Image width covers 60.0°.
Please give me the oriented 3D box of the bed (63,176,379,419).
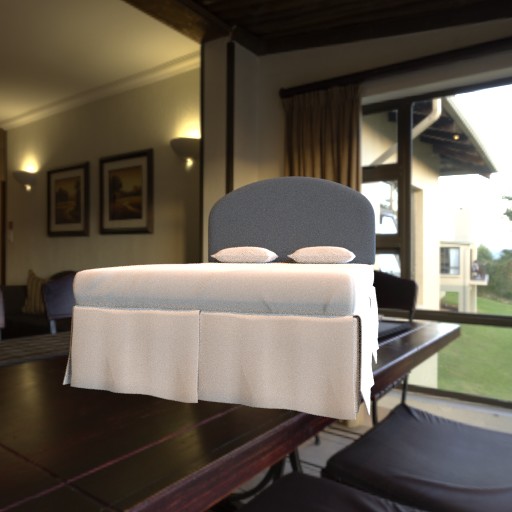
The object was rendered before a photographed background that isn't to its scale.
[{"bbox_3d":[0.000,0.000,3.054,1.607,1.410,2.005,0,0,17],"label":"bed"}]
